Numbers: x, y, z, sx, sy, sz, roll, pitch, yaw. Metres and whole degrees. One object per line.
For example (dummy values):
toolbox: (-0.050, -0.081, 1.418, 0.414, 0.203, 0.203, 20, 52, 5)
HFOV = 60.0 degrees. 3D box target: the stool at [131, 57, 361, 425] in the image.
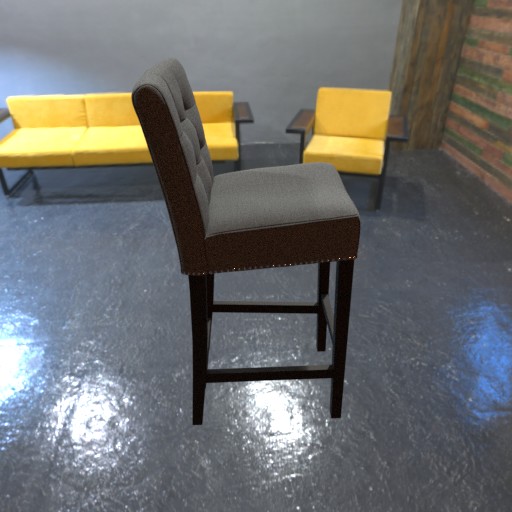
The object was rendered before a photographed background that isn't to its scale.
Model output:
stool: (0.000, 0.000, 1.322, 0.548, 1.047, 0.411, -1, 31, -2)
